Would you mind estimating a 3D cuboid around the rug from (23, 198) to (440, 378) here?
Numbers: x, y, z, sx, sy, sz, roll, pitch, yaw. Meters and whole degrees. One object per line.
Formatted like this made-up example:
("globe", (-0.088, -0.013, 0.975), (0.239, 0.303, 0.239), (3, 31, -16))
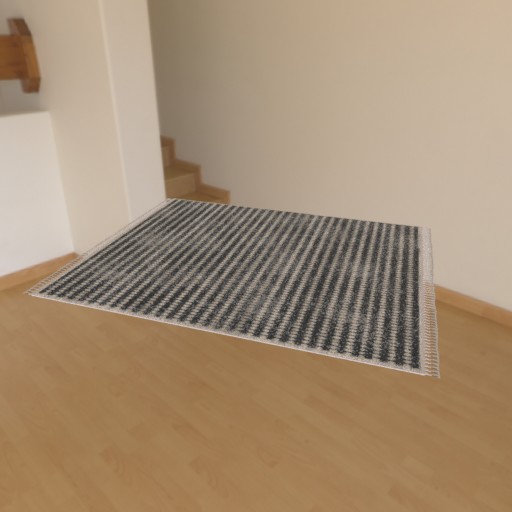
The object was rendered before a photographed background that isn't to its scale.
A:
("rug", (0.000, 0.000, 3.836), (2.910, 0.013, 2.256), (8, 28, 16))
